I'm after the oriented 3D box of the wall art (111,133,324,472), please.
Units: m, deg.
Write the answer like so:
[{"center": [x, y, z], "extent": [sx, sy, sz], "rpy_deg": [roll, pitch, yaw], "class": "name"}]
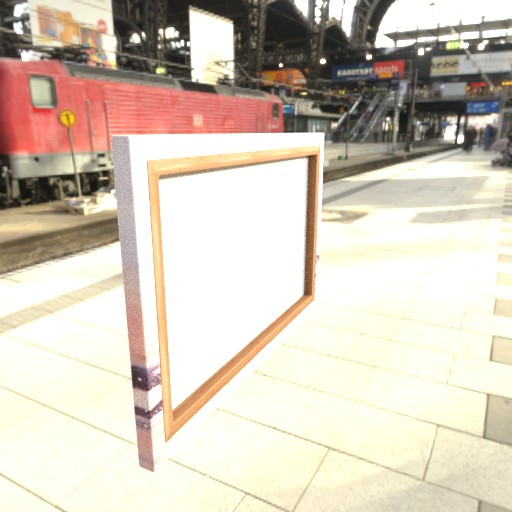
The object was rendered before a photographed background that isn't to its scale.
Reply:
[{"center": [0.000, 0.000, 1.144], "extent": [0.038, 0.609, 0.913], "rpy_deg": [8, 18, 26], "class": "wall art"}]
